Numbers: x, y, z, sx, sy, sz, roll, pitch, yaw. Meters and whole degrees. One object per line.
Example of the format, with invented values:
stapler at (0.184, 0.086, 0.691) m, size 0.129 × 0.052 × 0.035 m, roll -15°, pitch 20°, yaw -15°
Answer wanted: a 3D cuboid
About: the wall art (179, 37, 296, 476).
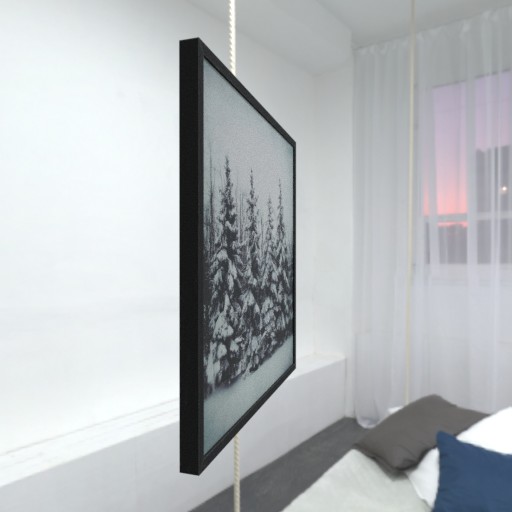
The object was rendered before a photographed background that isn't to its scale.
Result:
wall art at (0.000, 0.000, 1.136) m, size 0.037 × 0.761 × 0.761 m, roll 0°, pitch 0°, yaw 18°
